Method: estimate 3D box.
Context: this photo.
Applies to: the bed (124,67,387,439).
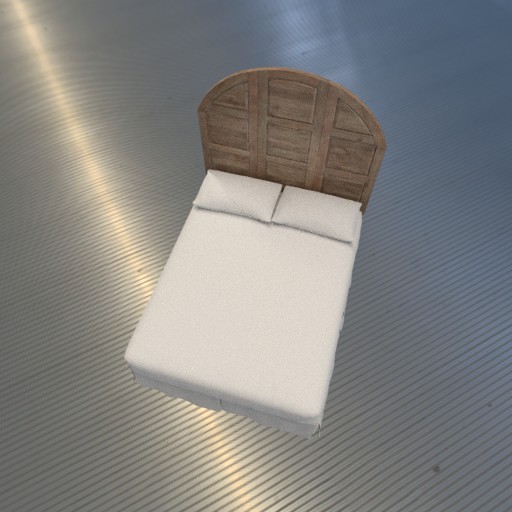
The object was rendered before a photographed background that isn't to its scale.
[{"bbox_3d":[0.000,0.000,3.566,1.713,2.002,2.112,14,59,9],"label":"bed"}]
